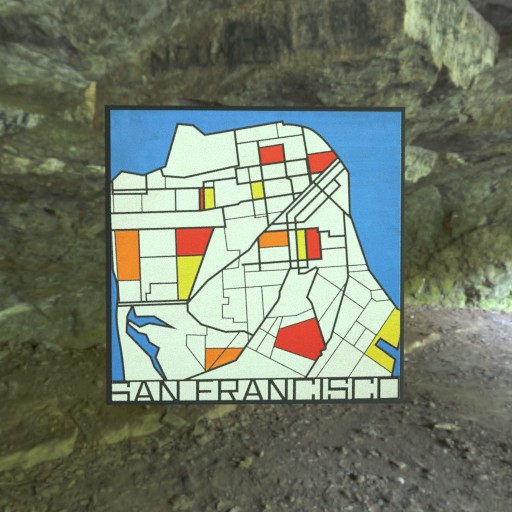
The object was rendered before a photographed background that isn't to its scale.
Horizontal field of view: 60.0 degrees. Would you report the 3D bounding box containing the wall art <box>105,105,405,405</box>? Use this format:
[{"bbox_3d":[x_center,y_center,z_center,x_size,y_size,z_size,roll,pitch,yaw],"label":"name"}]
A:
[{"bbox_3d":[0.000,0.000,0.684,0.458,0.457,0.013,0,1,-1],"label":"wall art"}]
